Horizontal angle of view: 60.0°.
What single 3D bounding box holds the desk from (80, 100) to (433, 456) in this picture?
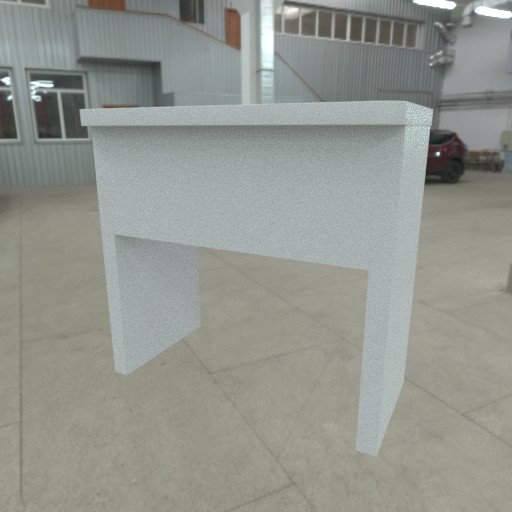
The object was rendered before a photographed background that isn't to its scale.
[{"bbox_3d":[0.000,0.000,1.211,0.790,0.760,0.446,8,18,26],"label":"desk"}]
